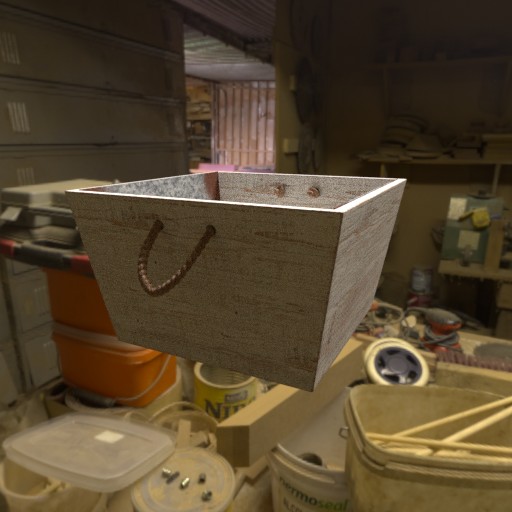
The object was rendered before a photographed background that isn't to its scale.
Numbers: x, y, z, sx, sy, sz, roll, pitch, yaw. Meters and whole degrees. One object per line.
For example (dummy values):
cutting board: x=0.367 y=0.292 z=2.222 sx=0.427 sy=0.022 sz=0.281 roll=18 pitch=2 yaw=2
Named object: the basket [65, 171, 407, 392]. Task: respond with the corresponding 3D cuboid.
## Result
basket: x=0.000 y=0.000 z=0.761 sx=0.413 sy=0.247 sz=0.545 roll=8 pitch=17 yaw=26
